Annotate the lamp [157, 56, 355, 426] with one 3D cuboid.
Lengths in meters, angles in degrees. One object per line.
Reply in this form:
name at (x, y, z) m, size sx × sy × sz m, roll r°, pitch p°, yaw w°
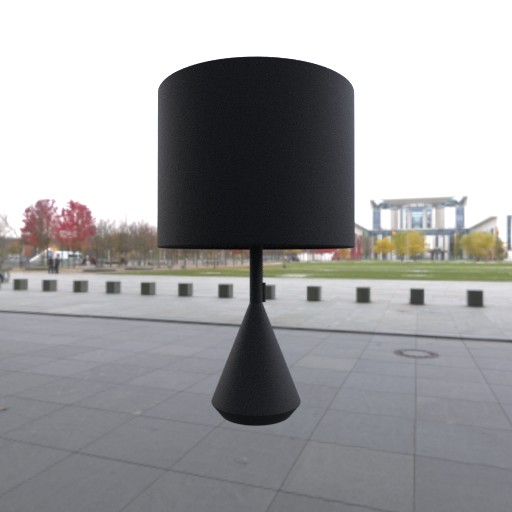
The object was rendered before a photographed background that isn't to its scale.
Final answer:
lamp at (0.000, 0.000, 0.825) m, size 0.359 × 0.584 × 0.359 m, roll 0°, pitch 0°, yaw 35°
